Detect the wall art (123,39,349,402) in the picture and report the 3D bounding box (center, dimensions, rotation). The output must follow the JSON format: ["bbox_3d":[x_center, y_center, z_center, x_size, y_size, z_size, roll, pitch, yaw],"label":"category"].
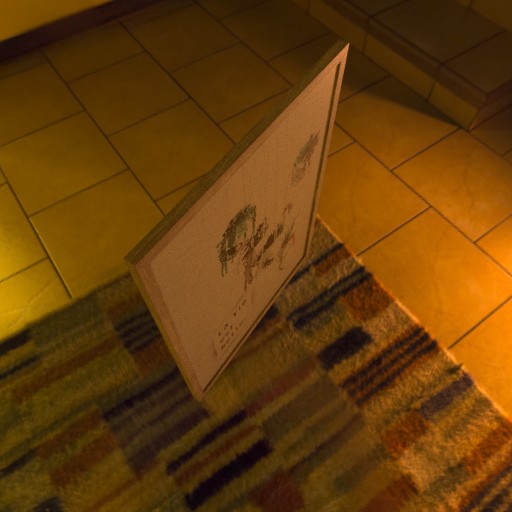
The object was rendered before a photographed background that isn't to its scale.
[{"bbox_3d":[0.000,0.000,1.382,0.035,1.022,0.781,30,64,17],"label":"wall art"}]
